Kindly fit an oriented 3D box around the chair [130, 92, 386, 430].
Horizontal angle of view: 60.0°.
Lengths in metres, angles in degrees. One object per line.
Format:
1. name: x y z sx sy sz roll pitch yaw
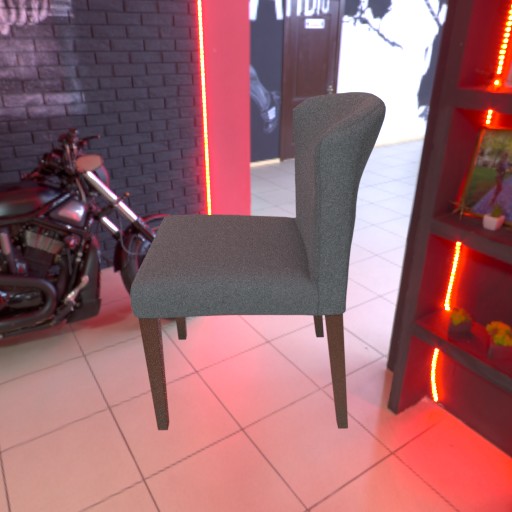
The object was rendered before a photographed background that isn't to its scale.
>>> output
1. chair: 0.000 0.000 1.221 0.592 0.839 0.491 0 26 -1
